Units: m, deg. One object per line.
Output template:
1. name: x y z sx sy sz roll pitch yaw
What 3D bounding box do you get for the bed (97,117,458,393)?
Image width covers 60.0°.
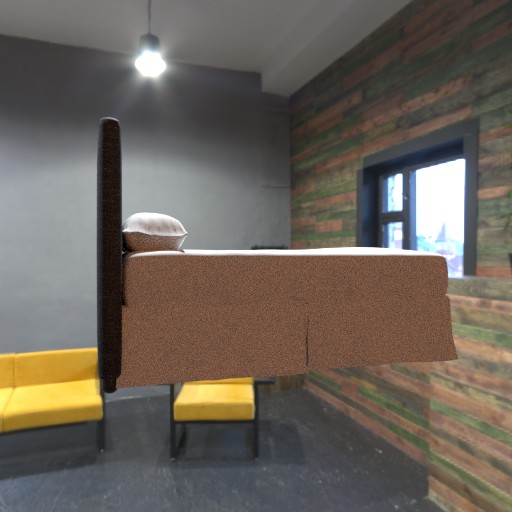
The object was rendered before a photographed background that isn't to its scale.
1. bed: 0.000 0.000 3.198 2.142 1.330 1.723 0 0 -19
